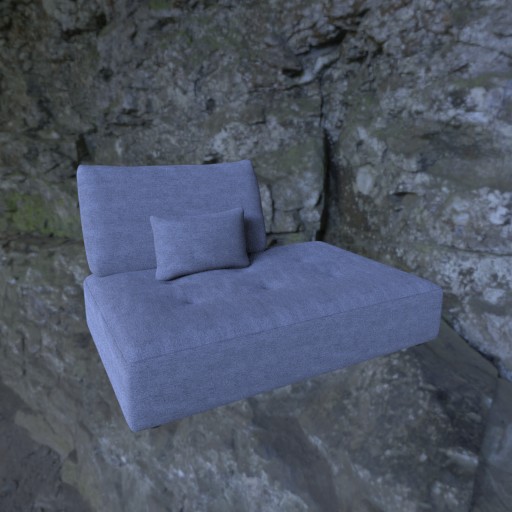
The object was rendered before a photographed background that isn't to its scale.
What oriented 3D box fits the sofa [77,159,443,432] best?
[{"bbox_3d":[0.000,0.000,2.065,1.450,0.820,1.002,-9,18,-27],"label":"sofa"}]
